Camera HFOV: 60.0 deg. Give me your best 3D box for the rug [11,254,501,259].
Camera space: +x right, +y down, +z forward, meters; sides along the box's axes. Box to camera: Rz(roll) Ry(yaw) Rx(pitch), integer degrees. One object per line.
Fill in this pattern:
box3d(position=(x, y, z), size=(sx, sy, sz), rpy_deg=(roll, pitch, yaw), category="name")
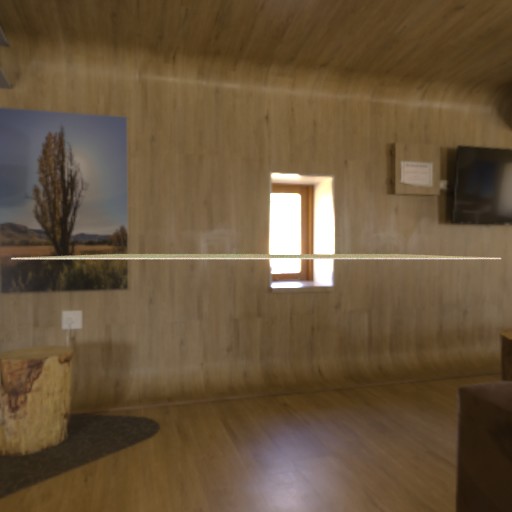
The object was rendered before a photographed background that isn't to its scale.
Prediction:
box3d(position=(0.000, 0.000, 2.828), size=(2.286, 0.006, 1.524), rpy_deg=(0, 1, 0), category="rug")
